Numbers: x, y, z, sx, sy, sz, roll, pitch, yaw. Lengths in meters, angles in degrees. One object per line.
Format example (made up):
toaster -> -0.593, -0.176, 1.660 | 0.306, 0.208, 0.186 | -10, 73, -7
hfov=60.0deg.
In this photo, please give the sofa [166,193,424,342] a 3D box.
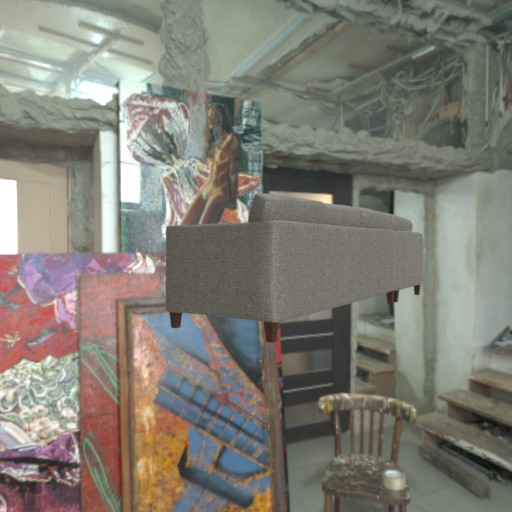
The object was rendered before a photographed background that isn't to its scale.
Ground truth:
sofa -> 0.000, 0.000, 4.639 | 2.593, 0.947, 3.302 | 1, 2, 35
